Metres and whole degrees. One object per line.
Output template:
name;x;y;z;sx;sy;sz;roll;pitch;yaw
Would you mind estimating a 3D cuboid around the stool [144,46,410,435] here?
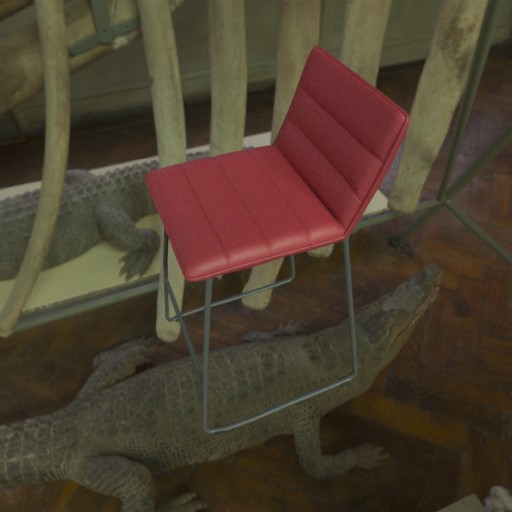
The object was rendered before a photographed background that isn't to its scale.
stool;0.000;0.000;1.223;0.524;0.937;0.489;-17;48;-16
